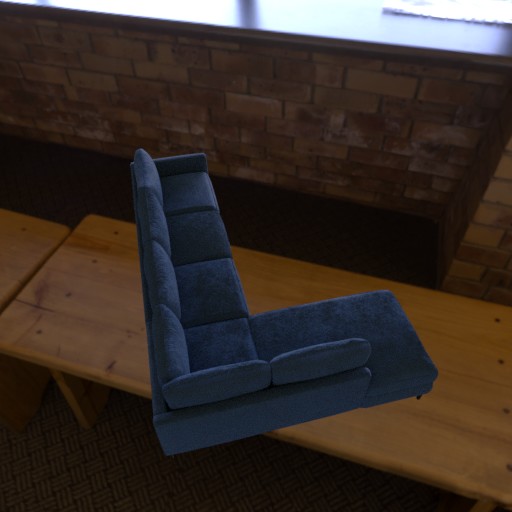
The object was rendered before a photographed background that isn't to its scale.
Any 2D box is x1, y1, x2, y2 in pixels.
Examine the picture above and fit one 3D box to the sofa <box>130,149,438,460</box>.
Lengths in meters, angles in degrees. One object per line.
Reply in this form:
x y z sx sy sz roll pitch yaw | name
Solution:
0.000 0.000 3.975 2.007 0.815 2.949 -10 47 -10 | sofa
